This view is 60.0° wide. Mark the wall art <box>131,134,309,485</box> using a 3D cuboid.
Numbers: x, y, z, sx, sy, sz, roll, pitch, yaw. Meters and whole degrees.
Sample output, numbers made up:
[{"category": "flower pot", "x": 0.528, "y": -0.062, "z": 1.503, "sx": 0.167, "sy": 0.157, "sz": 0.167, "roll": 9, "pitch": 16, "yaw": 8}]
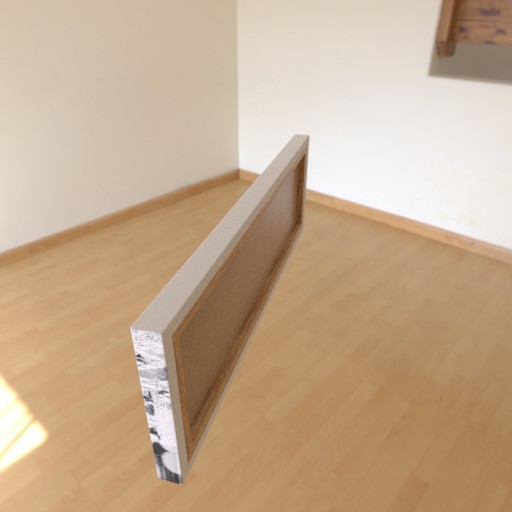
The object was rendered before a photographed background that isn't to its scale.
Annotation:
[{"category": "wall art", "x": 0.000, "y": 0.000, "z": 0.829, "sx": 0.038, "sy": 0.255, "sz": 0.763, "roll": 9, "pitch": 32, "yaw": 15}]
